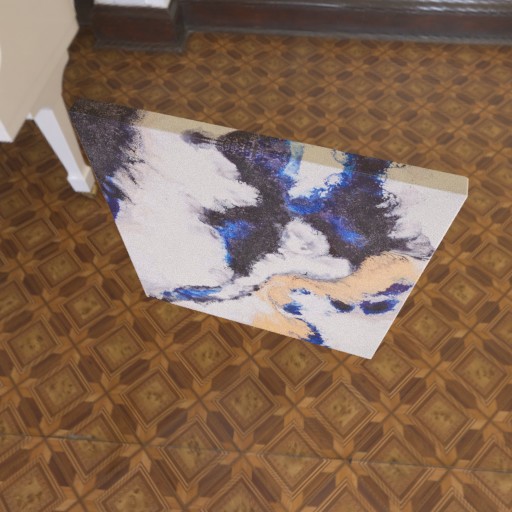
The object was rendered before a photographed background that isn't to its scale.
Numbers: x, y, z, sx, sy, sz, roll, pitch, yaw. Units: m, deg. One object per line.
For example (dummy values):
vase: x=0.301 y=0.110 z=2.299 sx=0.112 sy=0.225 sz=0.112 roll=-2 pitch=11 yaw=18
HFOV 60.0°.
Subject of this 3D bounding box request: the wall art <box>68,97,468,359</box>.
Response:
wall art: x=0.000 y=0.000 z=0.908 sx=0.609 sy=0.609 sz=0.039 roll=14 pitch=57 yaw=9
